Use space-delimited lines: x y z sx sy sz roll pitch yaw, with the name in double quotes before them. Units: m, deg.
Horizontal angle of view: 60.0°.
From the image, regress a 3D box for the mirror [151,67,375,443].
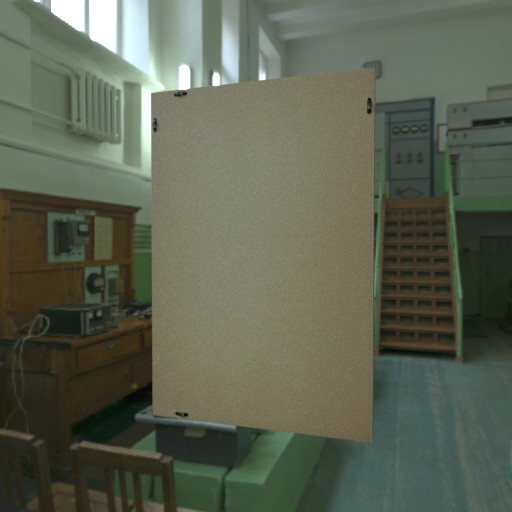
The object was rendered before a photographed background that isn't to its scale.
"mirror" 0.000 0.000 1.183 0.609 0.915 0.041 0 1 17
